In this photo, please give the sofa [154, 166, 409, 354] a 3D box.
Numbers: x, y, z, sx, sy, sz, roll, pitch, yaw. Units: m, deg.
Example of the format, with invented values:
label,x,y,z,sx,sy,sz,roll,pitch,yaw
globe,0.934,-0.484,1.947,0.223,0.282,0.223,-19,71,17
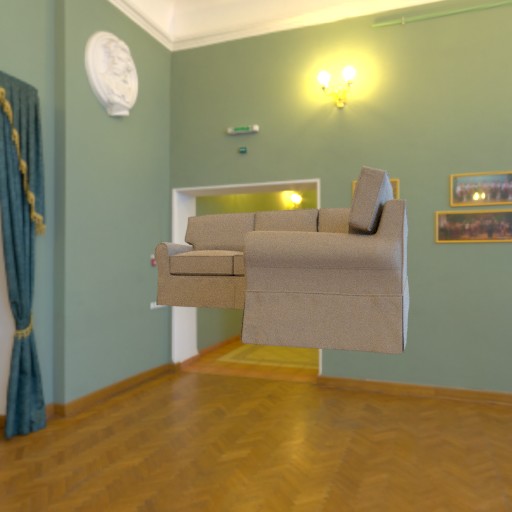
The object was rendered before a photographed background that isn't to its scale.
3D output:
label,x,y,z,sx,sy,sz,roll,pitch,yaw
sofa,0.000,0.000,4.192,2.730,1.124,2.733,0,0,19
